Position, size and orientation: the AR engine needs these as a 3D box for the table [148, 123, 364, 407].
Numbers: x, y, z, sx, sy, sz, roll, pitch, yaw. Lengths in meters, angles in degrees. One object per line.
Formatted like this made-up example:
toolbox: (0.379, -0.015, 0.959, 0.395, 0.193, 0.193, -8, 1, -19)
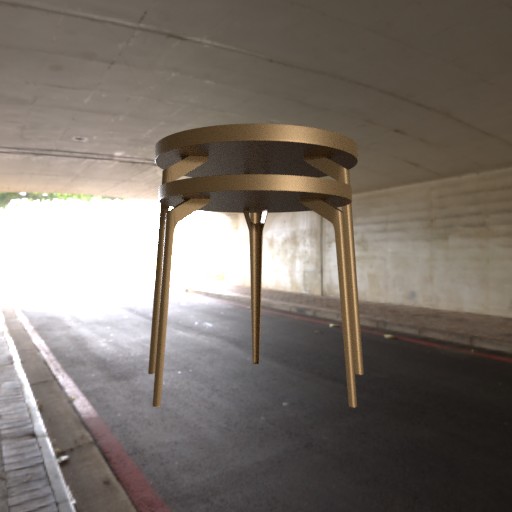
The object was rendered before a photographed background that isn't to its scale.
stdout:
table: (0.000, 0.000, 1.108, 0.532, 0.555, 0.751, 0, 0, 0)
